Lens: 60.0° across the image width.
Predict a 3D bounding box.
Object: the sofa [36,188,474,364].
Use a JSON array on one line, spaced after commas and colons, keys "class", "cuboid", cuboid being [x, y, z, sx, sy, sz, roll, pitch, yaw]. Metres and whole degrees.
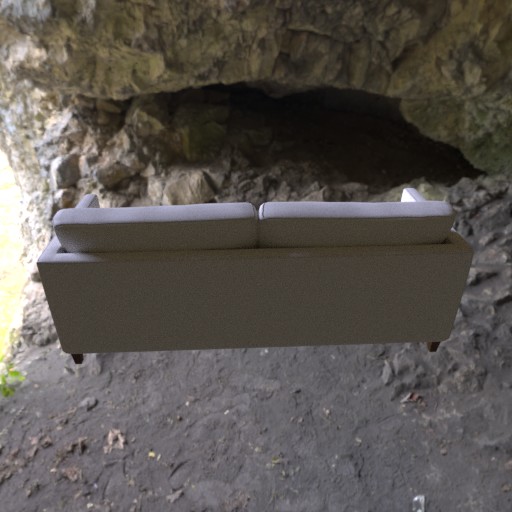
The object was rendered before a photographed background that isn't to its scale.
[{"class": "sofa", "cuboid": [0.000, 0.000, 2.879, 2.361, 0.962, 0.951, -1, 31, -2]}]
